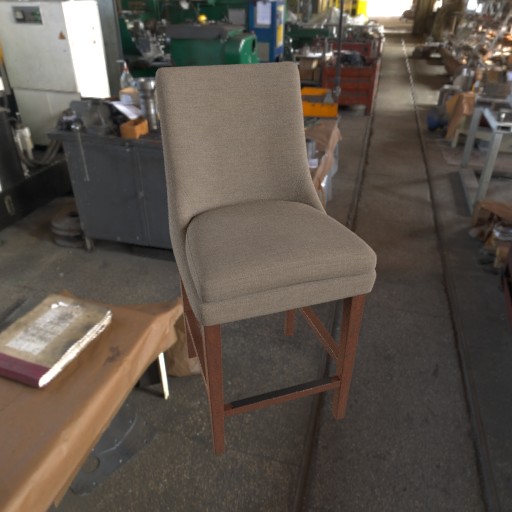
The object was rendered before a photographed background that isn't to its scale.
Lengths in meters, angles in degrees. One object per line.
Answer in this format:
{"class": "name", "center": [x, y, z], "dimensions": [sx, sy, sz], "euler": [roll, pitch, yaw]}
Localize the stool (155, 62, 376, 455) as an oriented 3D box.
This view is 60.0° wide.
{"class": "stool", "center": [0.000, 0.000, 1.302], "dimensions": [0.470, 0.981, 0.577], "euler": [-10, 32, -16]}
